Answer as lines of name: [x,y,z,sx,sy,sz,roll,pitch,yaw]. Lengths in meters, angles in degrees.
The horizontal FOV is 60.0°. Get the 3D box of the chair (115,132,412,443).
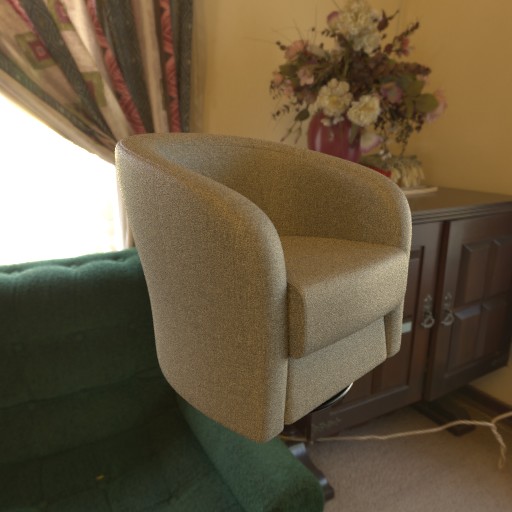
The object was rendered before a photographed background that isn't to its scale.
chair: [0.000,0.000,1.420,0.815,0.771,0.791,14,20,43]
